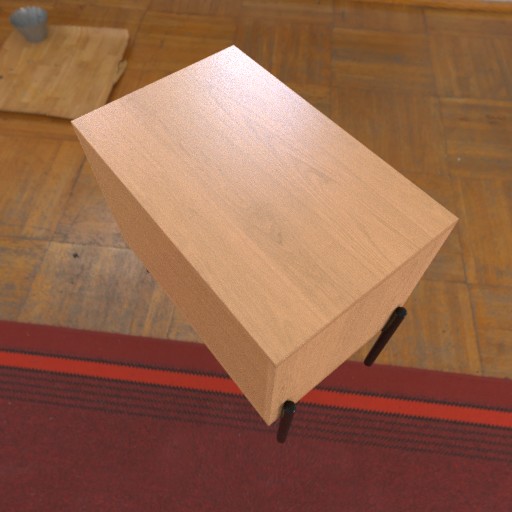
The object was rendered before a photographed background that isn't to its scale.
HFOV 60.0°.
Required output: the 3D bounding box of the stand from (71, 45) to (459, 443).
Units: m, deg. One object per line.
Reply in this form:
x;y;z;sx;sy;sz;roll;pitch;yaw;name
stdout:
0.000;0.000;1.009;0.400;0.600;0.630;-34;64;-19;stand
